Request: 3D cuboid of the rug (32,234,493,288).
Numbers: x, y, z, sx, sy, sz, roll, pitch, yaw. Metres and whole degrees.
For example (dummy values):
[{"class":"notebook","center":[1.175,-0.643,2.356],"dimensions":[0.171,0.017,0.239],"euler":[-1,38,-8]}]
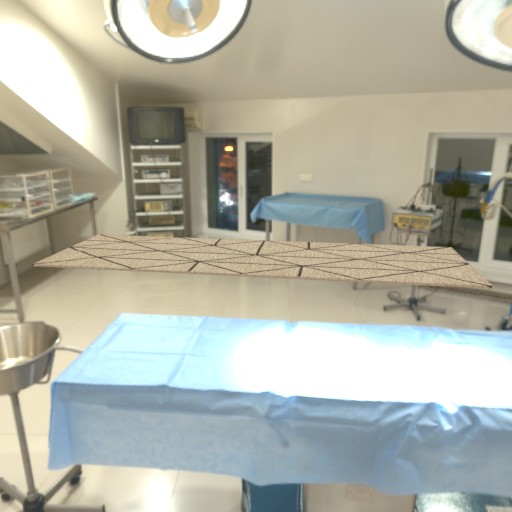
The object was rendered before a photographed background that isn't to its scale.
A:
[{"class":"rug","center":[0.000,0.000,2.678],"dimensions":[2.438,0.012,0.762],"euler":[2,16,8]}]
